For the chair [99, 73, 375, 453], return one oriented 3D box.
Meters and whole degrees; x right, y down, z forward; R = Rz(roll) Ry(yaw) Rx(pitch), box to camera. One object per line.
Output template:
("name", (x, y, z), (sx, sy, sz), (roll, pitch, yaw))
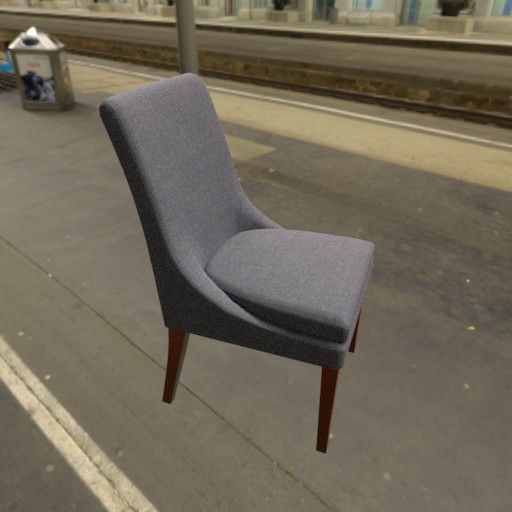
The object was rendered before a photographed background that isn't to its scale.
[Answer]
("chair", (0.000, 0.000, 1.345), (0.655, 0.952, 0.508), (11, 33, 18))
